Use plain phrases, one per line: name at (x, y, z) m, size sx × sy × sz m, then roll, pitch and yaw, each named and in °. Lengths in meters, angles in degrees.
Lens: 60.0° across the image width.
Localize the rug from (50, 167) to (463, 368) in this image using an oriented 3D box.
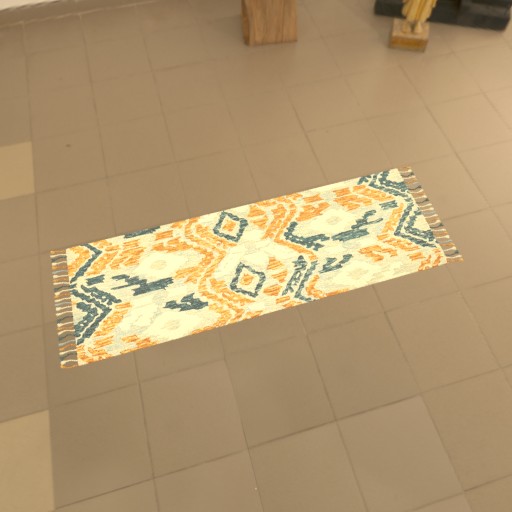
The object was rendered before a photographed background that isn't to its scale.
rug at (0.000, 0.000, 2.738) m, size 2.437 × 0.010 × 0.783 m, roll -15°, pitch 63°, yaw -8°
